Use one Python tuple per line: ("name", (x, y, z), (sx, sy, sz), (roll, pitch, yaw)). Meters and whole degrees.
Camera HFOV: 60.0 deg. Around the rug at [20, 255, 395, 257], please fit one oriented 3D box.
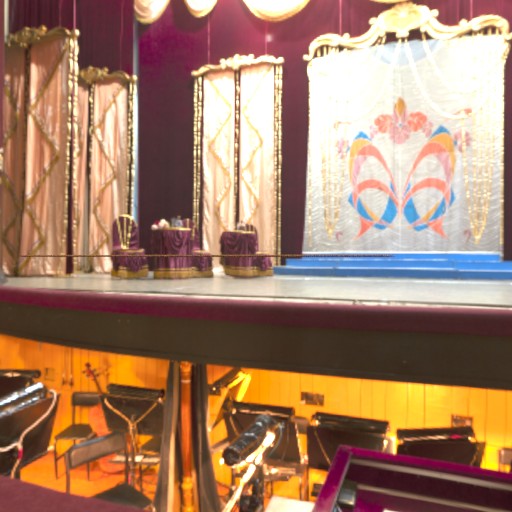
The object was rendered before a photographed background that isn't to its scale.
("rug", (0.000, 0.000, 4.091), (2.439, 0.013, 3.048), (0, 0, 18))
